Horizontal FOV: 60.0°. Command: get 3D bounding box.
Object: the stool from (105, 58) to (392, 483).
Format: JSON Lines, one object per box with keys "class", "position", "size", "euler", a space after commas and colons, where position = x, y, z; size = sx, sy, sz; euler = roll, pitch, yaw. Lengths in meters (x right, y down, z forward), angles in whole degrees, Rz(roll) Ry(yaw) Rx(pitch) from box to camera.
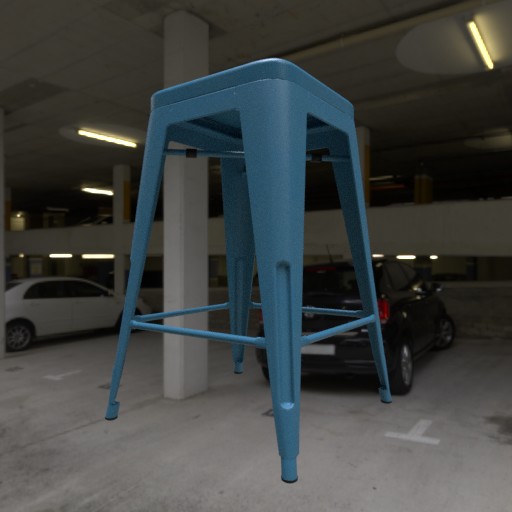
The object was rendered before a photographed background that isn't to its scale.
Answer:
{"class": "stool", "position": [0.000, 0.000, 0.870], "size": [0.410, 0.608, 0.410], "euler": [0, 0, 35]}
